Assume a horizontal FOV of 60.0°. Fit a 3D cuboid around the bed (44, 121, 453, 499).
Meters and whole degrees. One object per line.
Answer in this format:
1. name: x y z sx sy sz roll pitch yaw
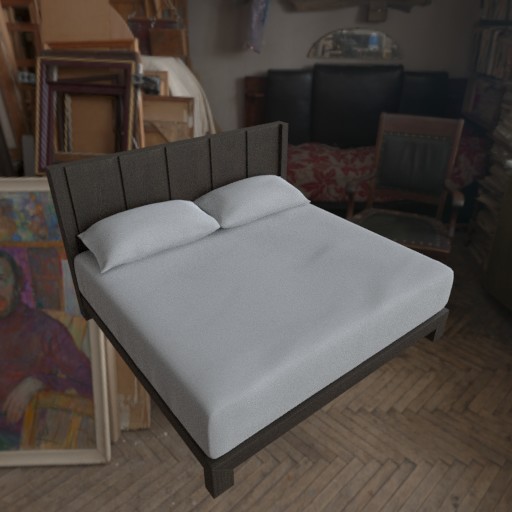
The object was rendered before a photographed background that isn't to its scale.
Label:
1. bed: 0.000 0.000 3.257 2.134 1.270 2.012 -21 36 -32
